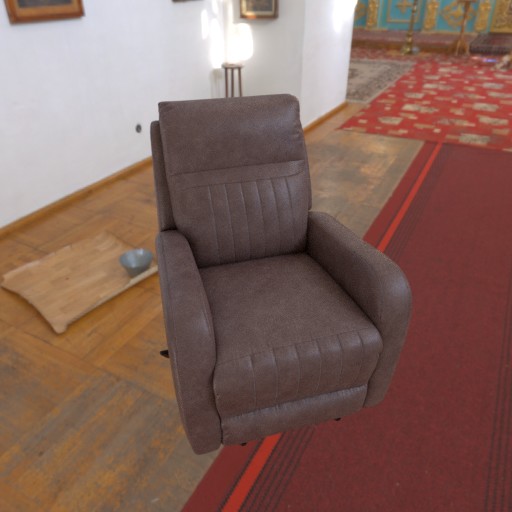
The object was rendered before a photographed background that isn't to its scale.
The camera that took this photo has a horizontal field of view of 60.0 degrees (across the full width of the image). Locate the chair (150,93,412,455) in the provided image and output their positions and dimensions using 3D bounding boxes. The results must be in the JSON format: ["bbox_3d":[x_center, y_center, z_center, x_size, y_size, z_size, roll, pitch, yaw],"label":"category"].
[{"bbox_3d":[0.000,0.000,1.791,0.865,1.067,1.067,-9,33,-14],"label":"chair"}]
